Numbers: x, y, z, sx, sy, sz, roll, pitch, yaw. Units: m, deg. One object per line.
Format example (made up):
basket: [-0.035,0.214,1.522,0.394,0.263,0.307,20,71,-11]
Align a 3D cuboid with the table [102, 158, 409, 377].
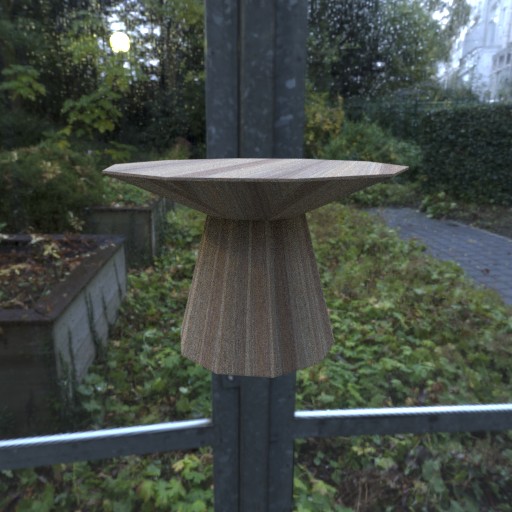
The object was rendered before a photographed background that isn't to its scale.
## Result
table: [0.000,0.000,1.875,1.186,0.752,1.186,0,15,0]
